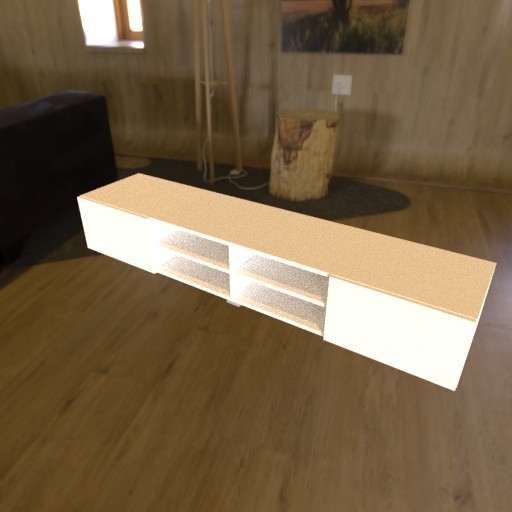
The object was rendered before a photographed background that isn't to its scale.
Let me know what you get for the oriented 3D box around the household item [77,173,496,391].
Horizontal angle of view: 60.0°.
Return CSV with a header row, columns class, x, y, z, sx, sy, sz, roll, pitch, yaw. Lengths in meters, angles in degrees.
class,x,y,z,sx,sy,sz,roll,pitch,yaw
household item,0.000,0.000,2.001,1.850,0.310,0.420,18,34,28
